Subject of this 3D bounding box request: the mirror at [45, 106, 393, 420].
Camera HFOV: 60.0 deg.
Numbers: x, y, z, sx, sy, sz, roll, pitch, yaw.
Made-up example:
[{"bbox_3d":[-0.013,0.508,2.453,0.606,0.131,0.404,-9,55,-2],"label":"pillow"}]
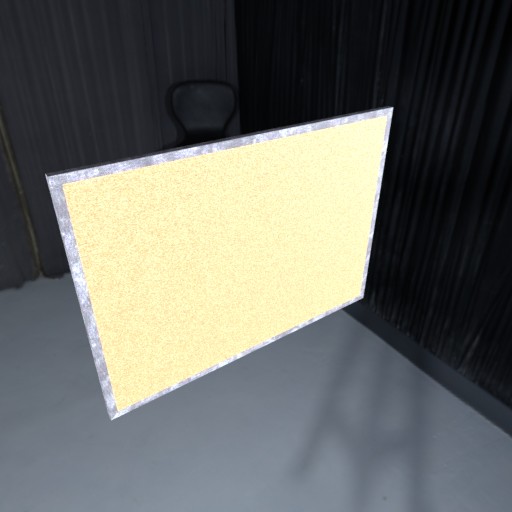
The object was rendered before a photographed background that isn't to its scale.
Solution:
[{"bbox_3d":[0.000,0.000,1.433,1.101,0.795,0.022,-20,37,-29],"label":"mirror"}]
